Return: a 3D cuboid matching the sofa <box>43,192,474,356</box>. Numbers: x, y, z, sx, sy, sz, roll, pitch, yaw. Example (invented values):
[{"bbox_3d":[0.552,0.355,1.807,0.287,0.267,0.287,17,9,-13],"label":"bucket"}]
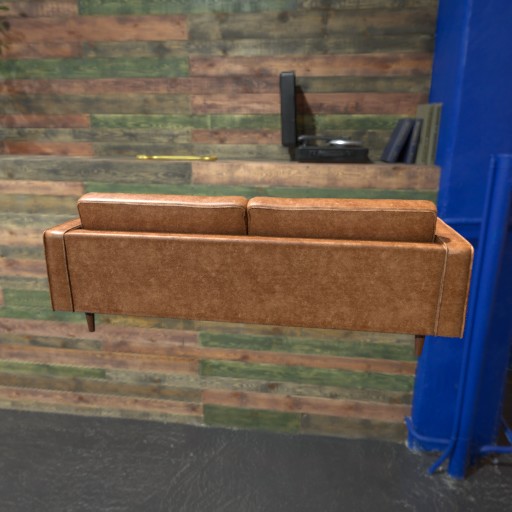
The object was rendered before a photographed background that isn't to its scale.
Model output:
[{"bbox_3d":[0.000,0.000,2.638,2.199,0.779,0.886,3,16,9],"label":"sofa"}]
